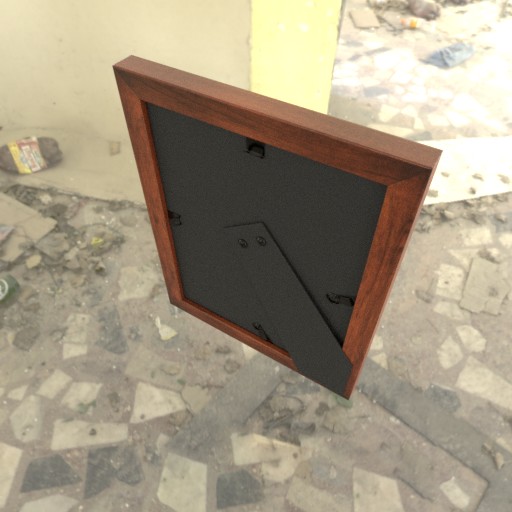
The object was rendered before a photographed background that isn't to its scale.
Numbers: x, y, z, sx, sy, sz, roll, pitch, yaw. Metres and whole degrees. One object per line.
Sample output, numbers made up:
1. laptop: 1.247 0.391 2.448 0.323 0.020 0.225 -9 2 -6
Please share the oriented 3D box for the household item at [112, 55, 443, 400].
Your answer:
1. household item: 0.000 0.000 0.336 0.200 0.250 0.020 25 53 21
